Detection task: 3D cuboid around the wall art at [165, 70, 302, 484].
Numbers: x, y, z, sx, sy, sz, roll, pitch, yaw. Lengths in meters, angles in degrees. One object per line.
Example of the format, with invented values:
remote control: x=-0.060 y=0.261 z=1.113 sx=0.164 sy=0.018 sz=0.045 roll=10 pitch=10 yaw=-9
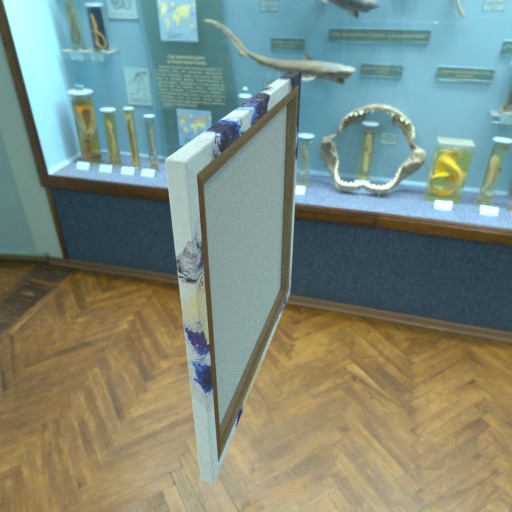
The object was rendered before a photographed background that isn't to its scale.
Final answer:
wall art: x=0.000 y=0.000 z=1.300 sx=0.038 sy=0.885 sz=0.887 roll=9 pitch=33 yaw=14
